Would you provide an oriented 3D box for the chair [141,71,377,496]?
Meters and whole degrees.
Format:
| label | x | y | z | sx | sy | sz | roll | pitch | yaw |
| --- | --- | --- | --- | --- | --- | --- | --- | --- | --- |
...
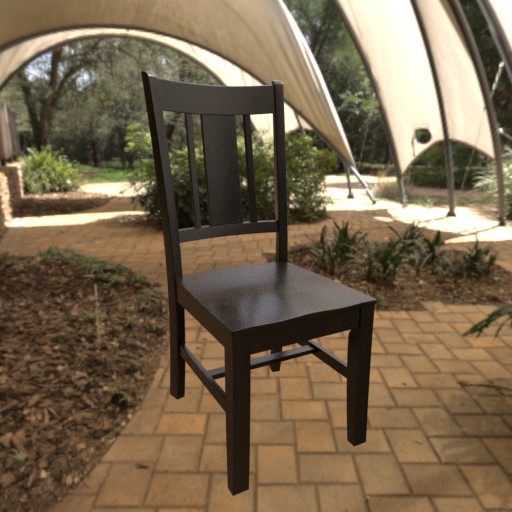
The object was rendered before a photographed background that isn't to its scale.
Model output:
| label | x | y | z | sx | sy | sz | roll | pitch | yaw |
| --- | --- | --- | --- | --- | --- | --- | --- | --- | --- |
| chair | 0.000 | 0.000 | 1.241 | 0.450 | 0.998 | 0.555 | -8 | 17 | -27 |
